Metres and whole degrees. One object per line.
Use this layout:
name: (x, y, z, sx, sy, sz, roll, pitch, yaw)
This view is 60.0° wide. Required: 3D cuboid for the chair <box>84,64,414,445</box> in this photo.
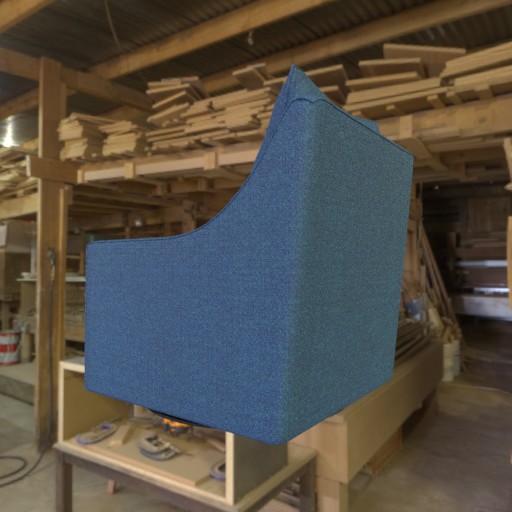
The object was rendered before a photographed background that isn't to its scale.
chair: (0.000, 0.000, 1.517, 0.870, 0.939, 0.750, -1, -1, 37)
